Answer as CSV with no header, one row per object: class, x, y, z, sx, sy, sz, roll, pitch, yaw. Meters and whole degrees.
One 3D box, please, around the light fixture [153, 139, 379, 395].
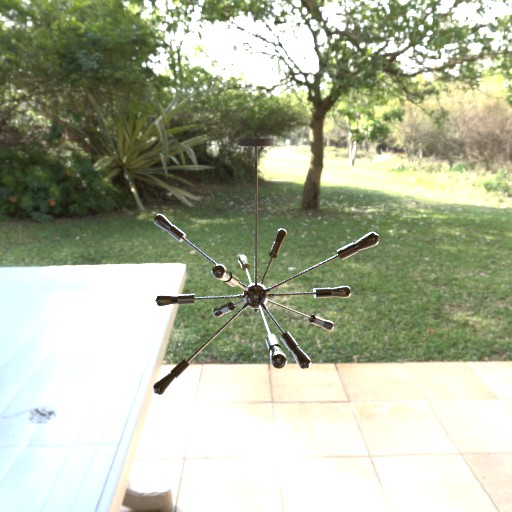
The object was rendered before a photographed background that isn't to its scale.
light fixture,0.000,0.000,1.092,0.509,0.558,0.684,-2,16,-7
